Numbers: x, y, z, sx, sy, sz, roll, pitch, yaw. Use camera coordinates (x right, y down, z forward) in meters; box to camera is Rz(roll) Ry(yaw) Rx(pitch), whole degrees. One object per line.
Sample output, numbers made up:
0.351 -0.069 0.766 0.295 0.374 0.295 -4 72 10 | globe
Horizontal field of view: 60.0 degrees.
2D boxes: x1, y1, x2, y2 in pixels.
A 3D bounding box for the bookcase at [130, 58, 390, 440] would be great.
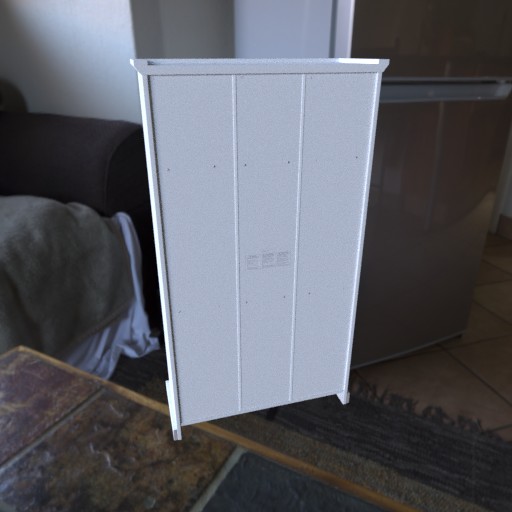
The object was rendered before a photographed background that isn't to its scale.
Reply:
0.000 0.000 2.316 1.050 1.880 0.432 -7 25 -14 | bookcase
